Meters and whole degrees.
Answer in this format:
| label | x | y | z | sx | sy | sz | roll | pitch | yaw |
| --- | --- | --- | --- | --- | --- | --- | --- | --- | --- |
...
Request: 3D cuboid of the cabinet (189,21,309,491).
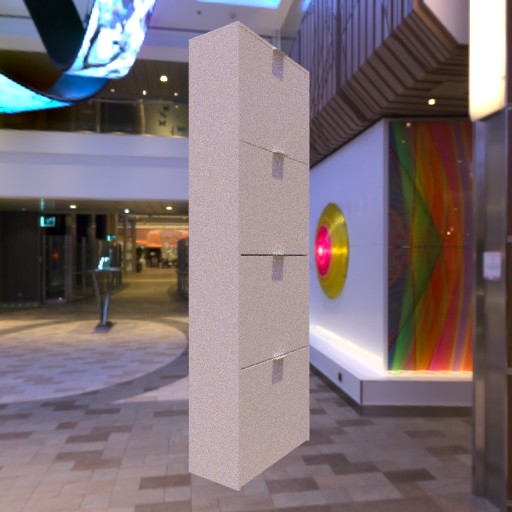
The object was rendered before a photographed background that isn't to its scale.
| label | x | y | z | sx | sy | sz | roll | pitch | yaw |
| --- | --- | --- | --- | --- | --- | --- | --- | --- | --- |
| cabinet | 0.000 | 0.000 | 1.812 | 0.255 | 1.630 | 0.520 | 0 | 0 | 35 |
